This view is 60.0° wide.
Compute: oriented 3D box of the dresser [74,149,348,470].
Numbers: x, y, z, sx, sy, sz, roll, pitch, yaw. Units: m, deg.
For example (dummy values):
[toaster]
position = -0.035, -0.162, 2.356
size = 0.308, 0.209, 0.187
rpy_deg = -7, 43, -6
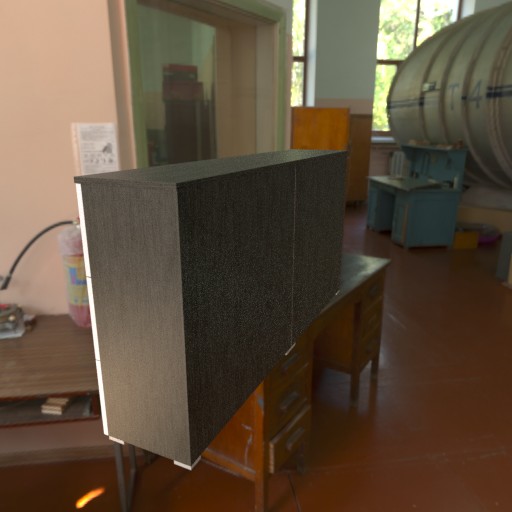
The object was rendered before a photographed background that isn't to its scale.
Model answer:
[dresser]
position = 0.000, 0.000, 1.845
size = 0.333, 0.790, 1.535
rpy_deg = 8, 18, 24
